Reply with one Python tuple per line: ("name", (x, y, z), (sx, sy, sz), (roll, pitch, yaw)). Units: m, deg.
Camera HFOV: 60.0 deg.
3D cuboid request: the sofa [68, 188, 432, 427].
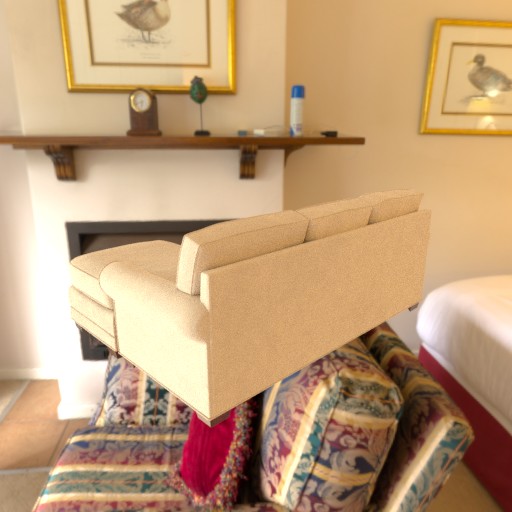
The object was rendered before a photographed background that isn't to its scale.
("sofa", (0.000, 0.000, 2.478), (1.770, 0.734, 1.226), (-16, 23, -42))
